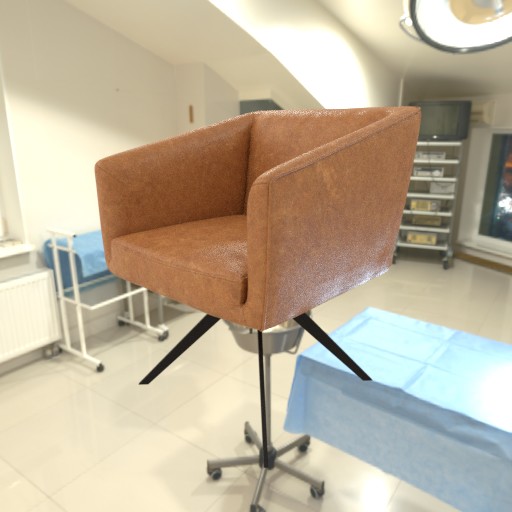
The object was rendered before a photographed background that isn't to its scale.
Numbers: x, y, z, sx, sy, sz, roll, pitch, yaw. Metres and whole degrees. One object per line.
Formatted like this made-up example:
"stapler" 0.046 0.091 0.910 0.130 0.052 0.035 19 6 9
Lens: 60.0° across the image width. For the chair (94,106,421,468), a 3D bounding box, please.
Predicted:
"chair" 0.000 0.000 1.178 0.588 0.760 0.625 14 22 40
